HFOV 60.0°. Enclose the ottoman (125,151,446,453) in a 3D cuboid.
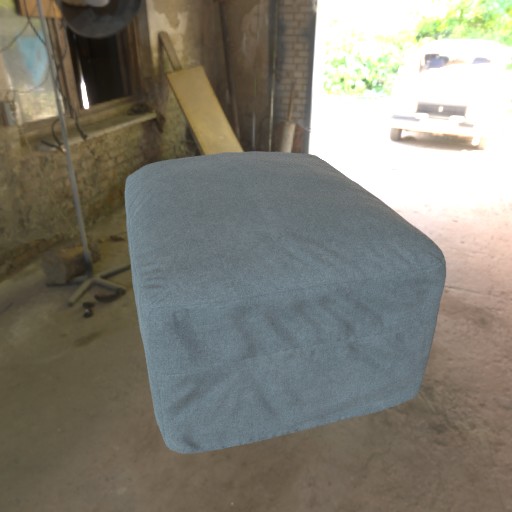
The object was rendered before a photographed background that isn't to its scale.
[{"bbox_3d":[0.000,0.000,1.261,0.683,0.481,0.837,-8,30,-14],"label":"ottoman"}]
